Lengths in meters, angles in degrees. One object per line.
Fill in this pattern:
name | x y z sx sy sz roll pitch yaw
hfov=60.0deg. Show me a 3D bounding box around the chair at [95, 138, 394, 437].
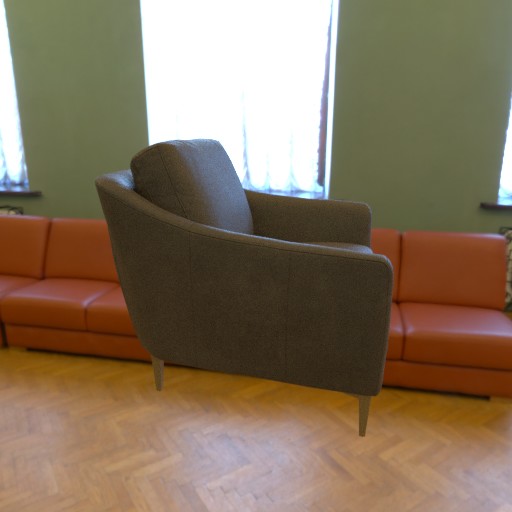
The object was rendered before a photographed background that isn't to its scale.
chair | 0.000 0.000 1.761 0.961 0.901 0.988 3 16 10
